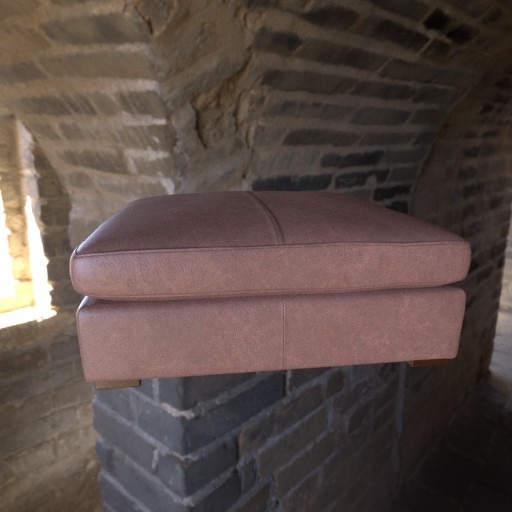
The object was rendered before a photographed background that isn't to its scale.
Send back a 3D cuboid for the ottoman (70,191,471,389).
[{"bbox_3d":[0.000,0.000,1.793,1.168,0.490,1.168,-2,14,-8],"label":"ottoman"}]
